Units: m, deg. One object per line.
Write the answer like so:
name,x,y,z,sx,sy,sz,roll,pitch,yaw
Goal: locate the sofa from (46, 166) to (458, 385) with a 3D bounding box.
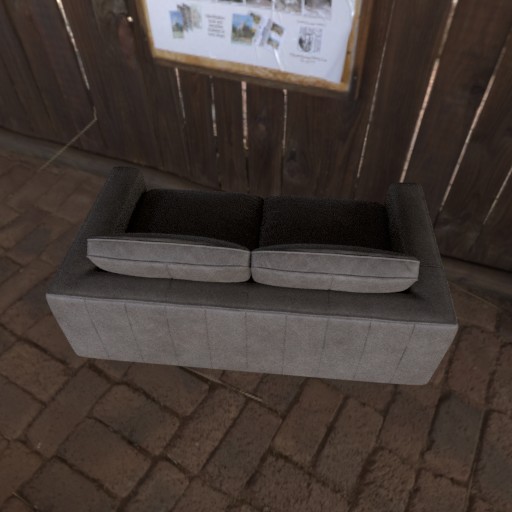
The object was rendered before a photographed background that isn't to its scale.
sofa,0.000,0.000,2.490,1.920,0.800,1.070,4,47,4
